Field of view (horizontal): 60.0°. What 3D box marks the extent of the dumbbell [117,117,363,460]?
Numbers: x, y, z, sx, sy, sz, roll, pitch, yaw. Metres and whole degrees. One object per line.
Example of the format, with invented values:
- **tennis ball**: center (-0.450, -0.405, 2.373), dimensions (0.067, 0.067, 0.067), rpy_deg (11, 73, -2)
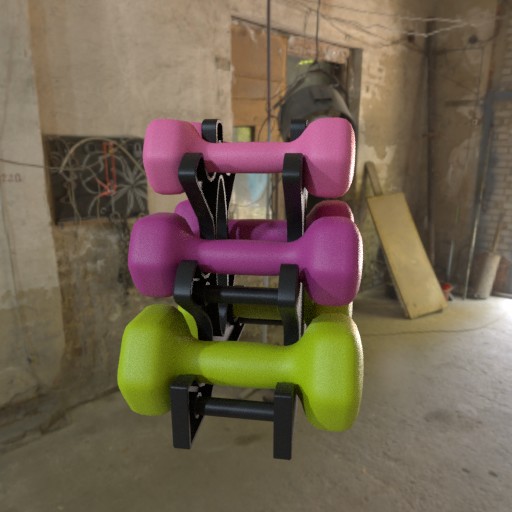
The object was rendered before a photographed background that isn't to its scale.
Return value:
- **dumbbell**: center (0.000, 0.000, 0.441), dimensions (0.203, 0.261, 0.257), rpy_deg (2, 15, 8)
